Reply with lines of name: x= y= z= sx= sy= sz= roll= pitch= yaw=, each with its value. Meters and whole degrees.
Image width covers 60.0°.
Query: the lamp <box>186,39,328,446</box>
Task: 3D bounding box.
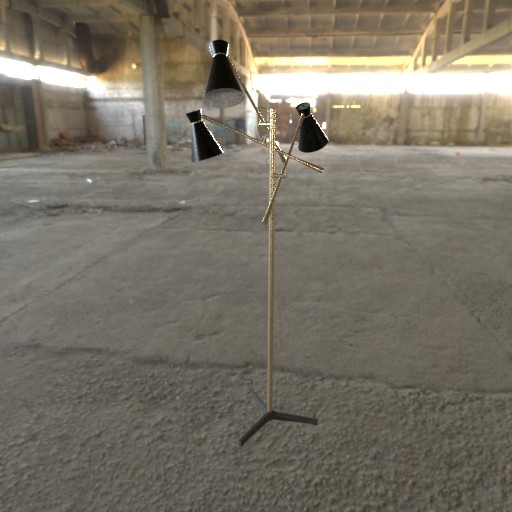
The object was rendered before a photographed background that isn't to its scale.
lamp: x=0.000 y=0.000 z=2.119 sx=0.653 sy=1.804 sz=0.750 roll=2 pitch=17 yaw=7
